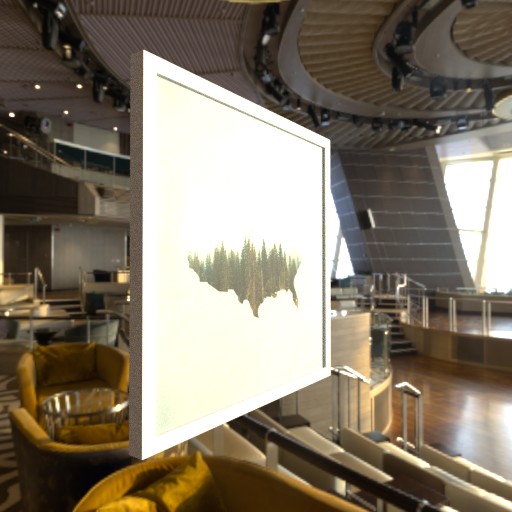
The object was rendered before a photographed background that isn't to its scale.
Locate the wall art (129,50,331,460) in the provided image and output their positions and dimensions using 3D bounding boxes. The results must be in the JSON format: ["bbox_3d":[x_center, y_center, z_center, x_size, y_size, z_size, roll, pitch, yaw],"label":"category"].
[{"bbox_3d":[0.000,0.000,1.141,0.038,0.762,0.762,-1,-1,36],"label":"wall art"}]
